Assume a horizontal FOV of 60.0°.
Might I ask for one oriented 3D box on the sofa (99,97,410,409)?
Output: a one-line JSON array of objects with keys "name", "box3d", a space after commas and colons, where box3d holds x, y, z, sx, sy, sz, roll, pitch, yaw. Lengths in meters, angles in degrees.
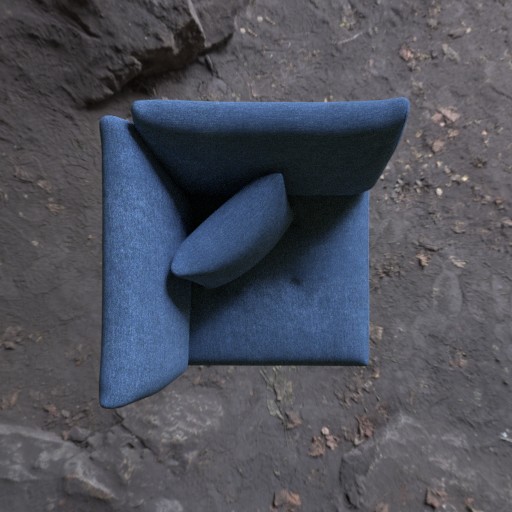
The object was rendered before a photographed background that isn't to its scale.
[{"name": "sofa", "box3d": [0.000, 0.000, 1.775, 1.000, 0.820, 1.000, 0, 90, 1]}]
